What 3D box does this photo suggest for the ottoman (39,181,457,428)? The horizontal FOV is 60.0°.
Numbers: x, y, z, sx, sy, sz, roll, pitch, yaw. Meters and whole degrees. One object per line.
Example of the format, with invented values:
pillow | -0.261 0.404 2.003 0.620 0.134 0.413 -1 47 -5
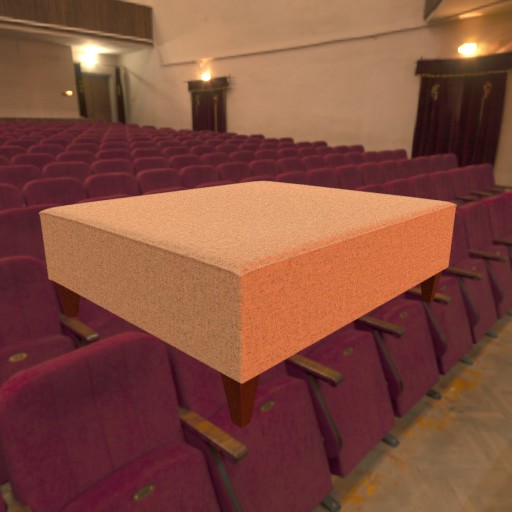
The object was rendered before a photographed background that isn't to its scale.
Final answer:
ottoman | 0.000 0.000 1.206 0.736 0.303 0.835 15 22 41
